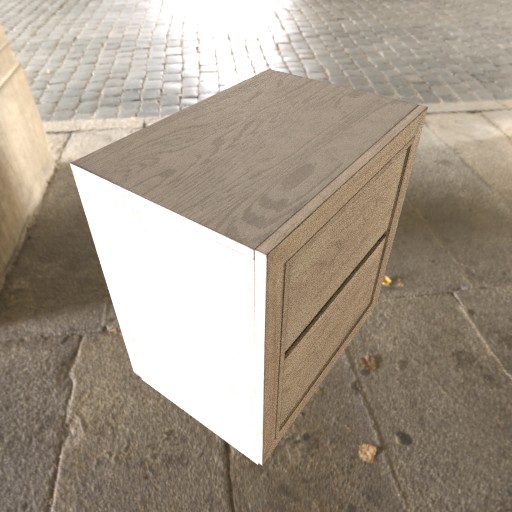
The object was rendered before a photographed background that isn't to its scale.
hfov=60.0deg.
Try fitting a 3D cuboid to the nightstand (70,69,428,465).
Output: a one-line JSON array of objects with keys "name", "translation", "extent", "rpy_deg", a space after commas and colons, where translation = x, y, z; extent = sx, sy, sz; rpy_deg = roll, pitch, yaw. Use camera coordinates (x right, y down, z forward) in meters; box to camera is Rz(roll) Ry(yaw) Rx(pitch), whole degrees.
[{"name": "nightstand", "translation": [0.000, 0.000, 1.101], "extent": [0.483, 0.673, 0.612], "rpy_deg": [26, 47, 26]}]
